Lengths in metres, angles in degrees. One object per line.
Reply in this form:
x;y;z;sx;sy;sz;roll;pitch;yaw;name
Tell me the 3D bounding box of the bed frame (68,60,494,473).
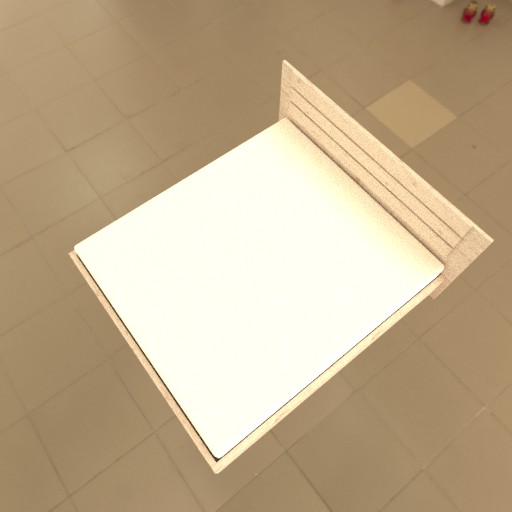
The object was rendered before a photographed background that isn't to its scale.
0.000;0.000;3.119;2.080;0.970;1.950;-35;69;-16;bed frame
